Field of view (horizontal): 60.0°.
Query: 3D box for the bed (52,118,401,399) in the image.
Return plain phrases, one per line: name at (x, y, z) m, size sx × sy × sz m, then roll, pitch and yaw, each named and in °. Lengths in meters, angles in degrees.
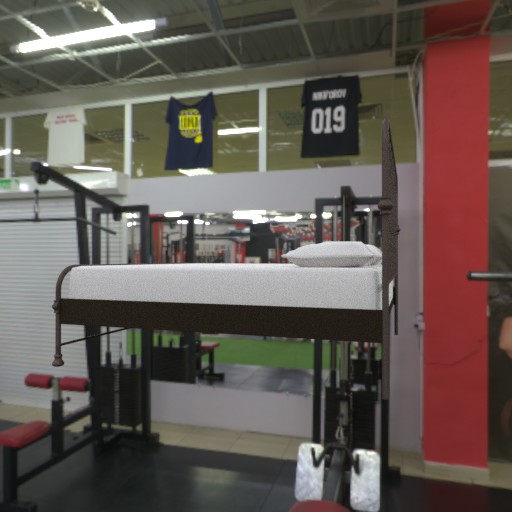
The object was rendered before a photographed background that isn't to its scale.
bed at (0.000, 0.000, 3.495) m, size 2.134 × 1.446 × 2.044 m, roll 0°, pitch 0°, yaw 19°
